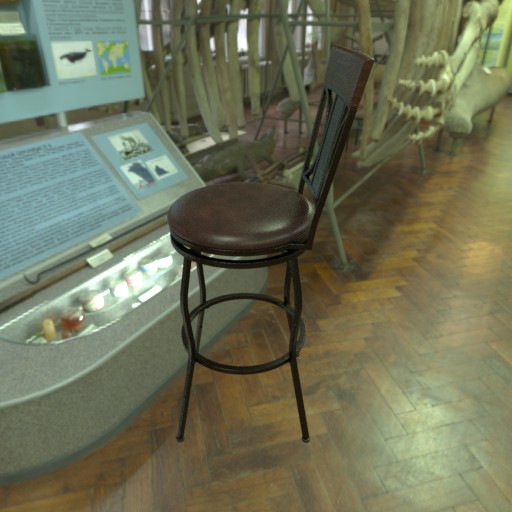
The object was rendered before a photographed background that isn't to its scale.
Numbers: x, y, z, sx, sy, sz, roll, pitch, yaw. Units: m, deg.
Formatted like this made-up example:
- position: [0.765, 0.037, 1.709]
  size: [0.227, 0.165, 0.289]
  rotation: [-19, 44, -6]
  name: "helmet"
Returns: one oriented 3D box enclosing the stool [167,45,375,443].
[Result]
- position: [0.000, 0.000, 1.340]
  size: [0.513, 1.130, 0.448]
  rotation: [0, 29, 0]
  name: "stool"
